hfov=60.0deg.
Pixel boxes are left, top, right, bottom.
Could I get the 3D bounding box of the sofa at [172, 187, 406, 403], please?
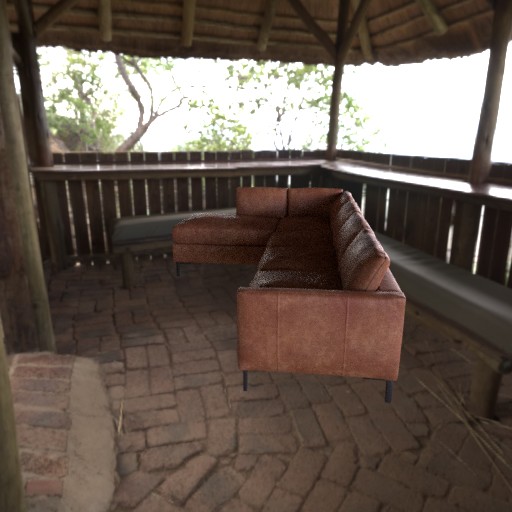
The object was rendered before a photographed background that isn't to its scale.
[{"bbox_3d":[0.000,0.000,3.872,1.938,0.877,2.984,2,16,7],"label":"sofa"}]
